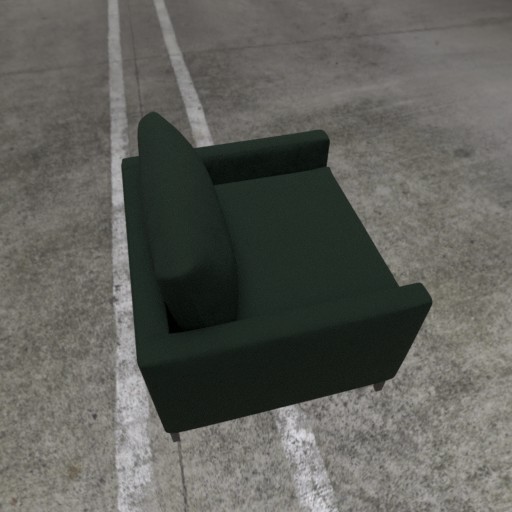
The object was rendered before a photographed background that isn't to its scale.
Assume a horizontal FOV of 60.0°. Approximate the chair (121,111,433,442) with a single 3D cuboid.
[{"bbox_3d":[0.000,0.000,1.647,0.866,0.861,0.963,-11,49,-9],"label":"chair"}]
